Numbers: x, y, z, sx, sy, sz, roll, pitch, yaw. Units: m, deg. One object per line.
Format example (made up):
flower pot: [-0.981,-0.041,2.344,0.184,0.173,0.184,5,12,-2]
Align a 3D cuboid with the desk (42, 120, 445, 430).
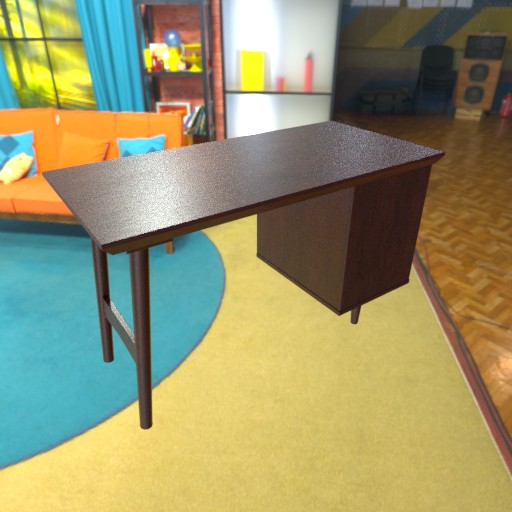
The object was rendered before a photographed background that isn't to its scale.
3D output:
desk: [0.000,0.000,1.727,1.277,0.758,0.612,-19,35,-30]
